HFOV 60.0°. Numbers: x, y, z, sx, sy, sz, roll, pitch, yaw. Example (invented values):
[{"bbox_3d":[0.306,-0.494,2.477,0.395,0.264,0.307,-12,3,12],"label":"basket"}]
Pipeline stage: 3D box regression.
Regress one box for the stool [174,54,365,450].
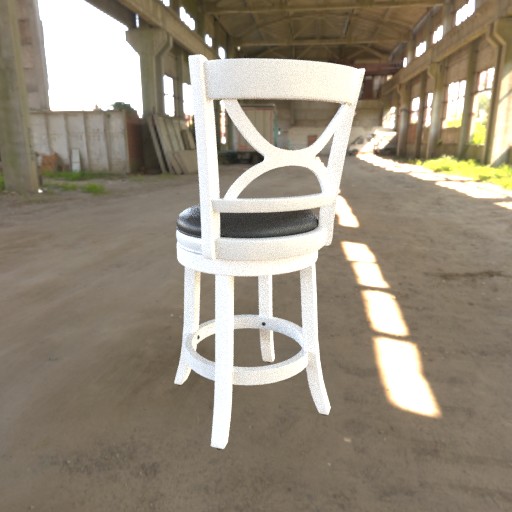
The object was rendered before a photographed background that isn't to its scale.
[{"bbox_3d":[0.000,0.000,1.229,0.444,0.953,0.508,-7,17,-26],"label":"stool"}]
